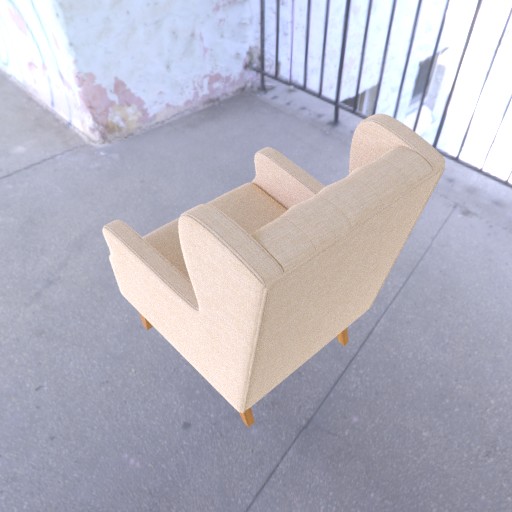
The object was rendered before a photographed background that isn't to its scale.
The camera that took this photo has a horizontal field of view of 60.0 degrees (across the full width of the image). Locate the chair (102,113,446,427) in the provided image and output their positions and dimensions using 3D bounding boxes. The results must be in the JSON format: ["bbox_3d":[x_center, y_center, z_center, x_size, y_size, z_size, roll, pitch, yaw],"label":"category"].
[{"bbox_3d":[0.000,0.000,1.467,0.710,0.930,0.760,-32,54,-27],"label":"chair"}]
